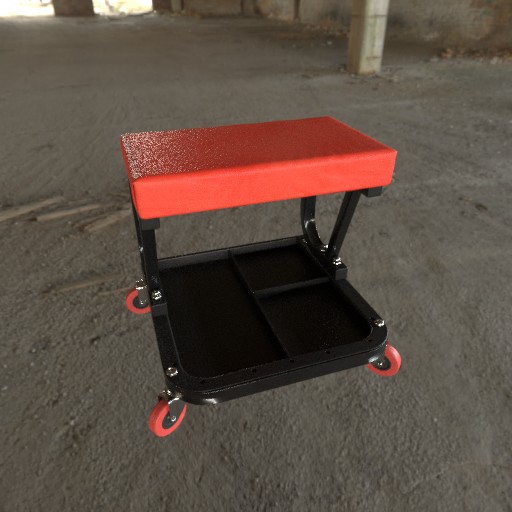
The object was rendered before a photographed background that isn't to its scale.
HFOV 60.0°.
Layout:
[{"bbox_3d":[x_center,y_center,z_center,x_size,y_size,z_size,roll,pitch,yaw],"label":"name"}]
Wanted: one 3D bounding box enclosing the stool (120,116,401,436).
[{"bbox_3d":[0.000,0.000,0.743,0.446,0.380,0.371,-10,33,-16],"label":"stool"}]
